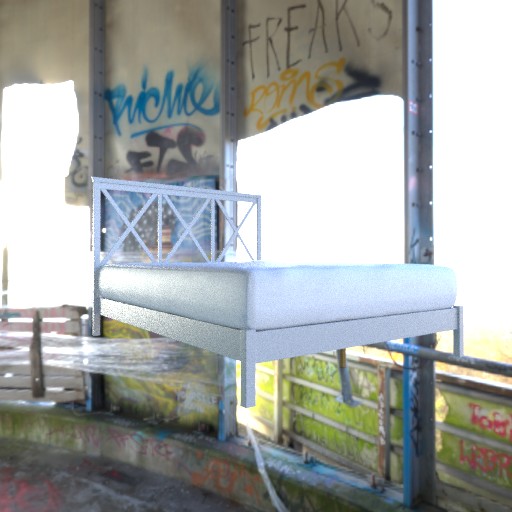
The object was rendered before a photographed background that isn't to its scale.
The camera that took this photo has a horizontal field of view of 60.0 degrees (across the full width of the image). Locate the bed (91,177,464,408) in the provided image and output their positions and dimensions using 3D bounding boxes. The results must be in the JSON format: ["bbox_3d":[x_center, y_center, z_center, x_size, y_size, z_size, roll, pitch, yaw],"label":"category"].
[{"bbox_3d":[0.000,0.000,3.134,1.673,1.253,2.135,0,-1,-36],"label":"bed"}]
